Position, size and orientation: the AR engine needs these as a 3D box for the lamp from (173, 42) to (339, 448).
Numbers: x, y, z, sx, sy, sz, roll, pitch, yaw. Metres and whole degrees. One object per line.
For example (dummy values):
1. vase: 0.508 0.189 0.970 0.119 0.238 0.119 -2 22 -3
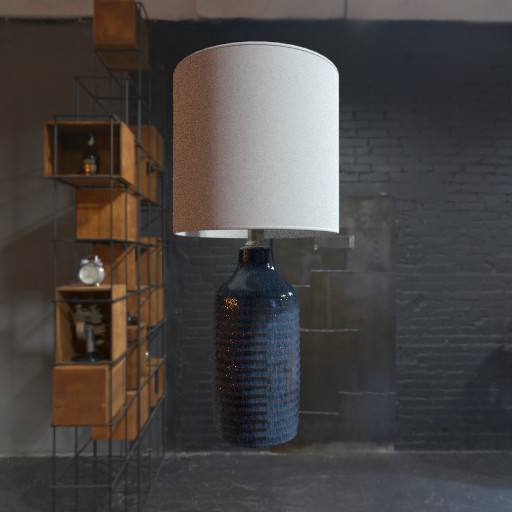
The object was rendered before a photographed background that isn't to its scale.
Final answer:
1. lamp: 0.000 0.000 0.601 0.220 0.475 0.220 0 0 1
